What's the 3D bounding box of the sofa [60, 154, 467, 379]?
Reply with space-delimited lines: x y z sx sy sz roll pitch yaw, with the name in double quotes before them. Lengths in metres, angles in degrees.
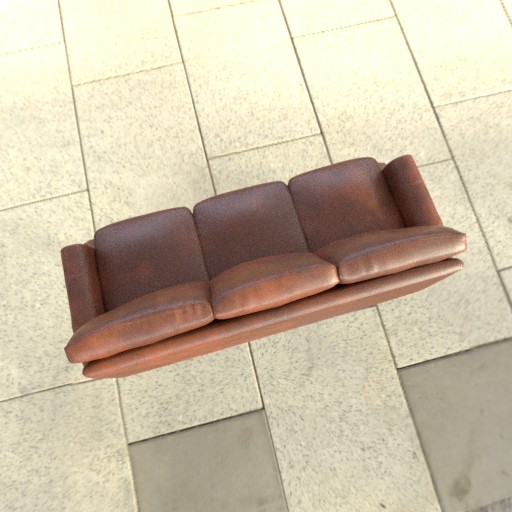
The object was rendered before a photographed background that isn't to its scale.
"sofa" 0.000 0.000 2.837 2.351 0.977 0.973 -16 76 -4
